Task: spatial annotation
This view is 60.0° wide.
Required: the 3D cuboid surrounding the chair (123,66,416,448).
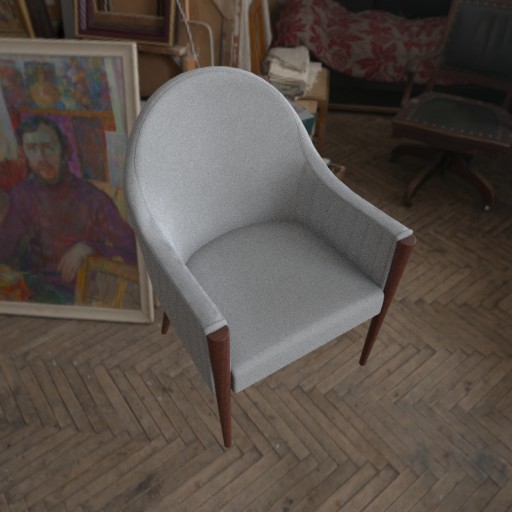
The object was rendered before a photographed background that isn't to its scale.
[{"bbox_3d":[0.000,0.000,1.303,0.610,0.889,0.620,-24,50,-22],"label":"chair"}]
